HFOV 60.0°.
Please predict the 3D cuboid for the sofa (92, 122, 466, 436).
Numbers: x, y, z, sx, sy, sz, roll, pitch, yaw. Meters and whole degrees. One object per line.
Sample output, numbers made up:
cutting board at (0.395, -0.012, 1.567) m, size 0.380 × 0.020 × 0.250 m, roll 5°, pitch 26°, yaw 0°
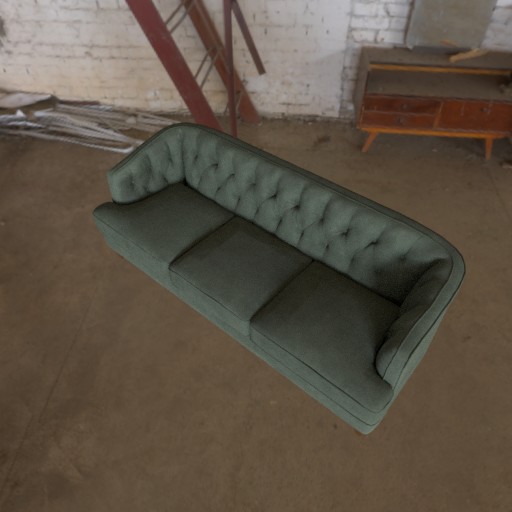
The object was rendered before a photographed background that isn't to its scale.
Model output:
sofa at (0.000, 0.000, 2.823) m, size 2.278 × 0.855 × 0.941 m, roll 31°, pitch 53°, yaw 27°
